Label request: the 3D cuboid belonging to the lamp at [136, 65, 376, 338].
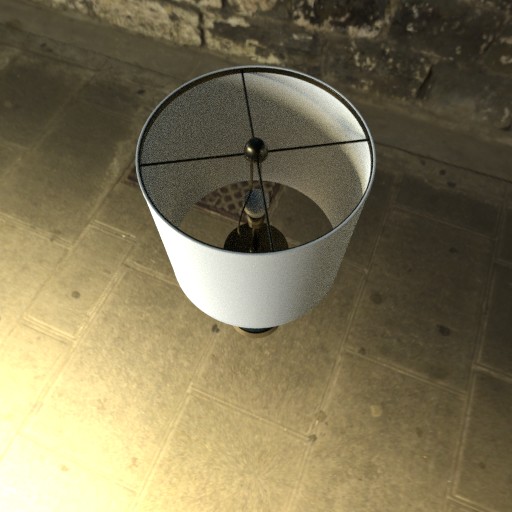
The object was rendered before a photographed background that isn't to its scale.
[{"bbox_3d":[0.000,0.000,0.827,0.301,0.630,0.301,34,68,16],"label":"lamp"}]
